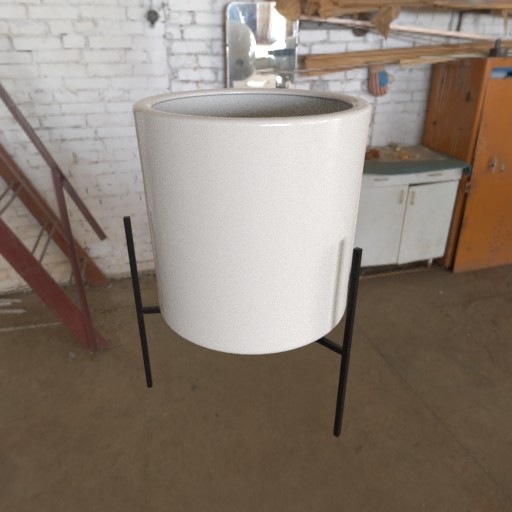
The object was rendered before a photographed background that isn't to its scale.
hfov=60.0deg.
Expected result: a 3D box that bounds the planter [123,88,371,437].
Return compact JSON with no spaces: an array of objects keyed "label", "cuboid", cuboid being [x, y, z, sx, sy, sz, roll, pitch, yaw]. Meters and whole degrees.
[{"label":"planter","cuboid":[0.000,0.000,0.638,0.307,0.431,0.308,9,28,17]}]
